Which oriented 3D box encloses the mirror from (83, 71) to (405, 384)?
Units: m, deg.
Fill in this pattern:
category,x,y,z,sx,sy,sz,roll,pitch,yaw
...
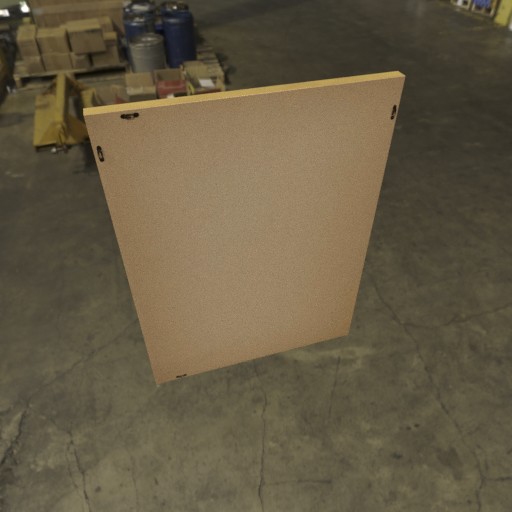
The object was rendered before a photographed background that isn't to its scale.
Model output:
category,x,y,z,sx,sy,sz,roll,pitch,yaw
mirror,0.000,0.000,1.357,0.762,1.016,0.040,-12,43,-13
